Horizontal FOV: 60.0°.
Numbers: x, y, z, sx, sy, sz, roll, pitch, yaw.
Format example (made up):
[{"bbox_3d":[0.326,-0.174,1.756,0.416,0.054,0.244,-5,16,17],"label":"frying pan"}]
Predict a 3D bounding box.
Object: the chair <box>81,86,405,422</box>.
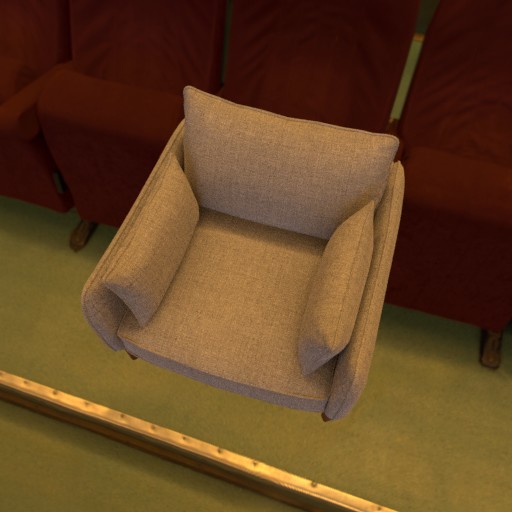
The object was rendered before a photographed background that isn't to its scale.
[{"bbox_3d":[0.000,0.000,1.728,0.993,0.839,0.976,15,60,9],"label":"chair"}]
